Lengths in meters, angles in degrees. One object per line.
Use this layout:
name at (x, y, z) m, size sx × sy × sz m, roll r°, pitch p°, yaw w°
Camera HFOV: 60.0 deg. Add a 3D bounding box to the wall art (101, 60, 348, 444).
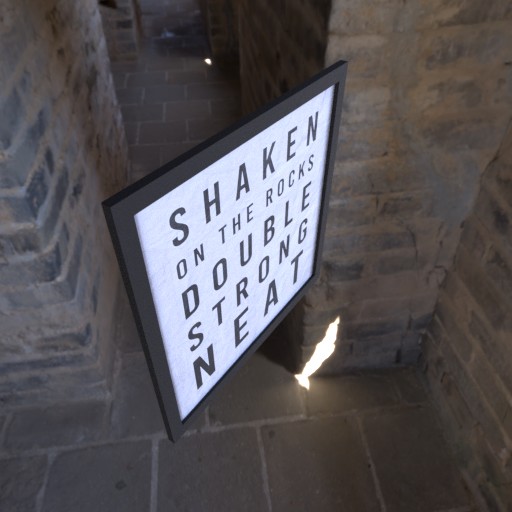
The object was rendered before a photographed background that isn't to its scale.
wall art at (0.000, 0.000, 0.683) m, size 0.013 × 0.458 × 0.456 m, roll 26°, pitch 48°, yaw 26°
